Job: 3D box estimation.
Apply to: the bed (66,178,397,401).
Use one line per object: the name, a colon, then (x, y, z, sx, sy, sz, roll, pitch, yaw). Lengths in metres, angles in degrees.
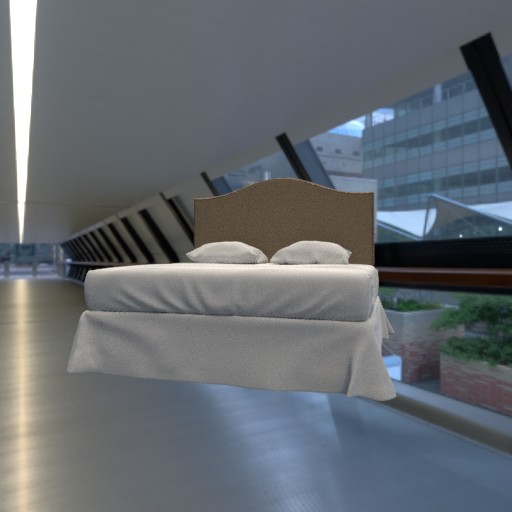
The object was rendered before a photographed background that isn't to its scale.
bed: (0.000, 0.000, 3.802, 2.311, 1.651, 2.222, 0, 0, 16)
